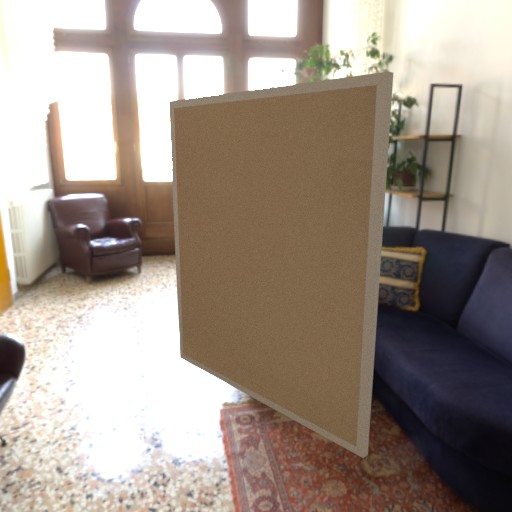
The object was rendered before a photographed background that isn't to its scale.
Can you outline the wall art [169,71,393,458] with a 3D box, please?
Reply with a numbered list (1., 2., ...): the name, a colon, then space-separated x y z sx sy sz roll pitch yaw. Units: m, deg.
1. wall art: 0.000 0.000 0.788 0.012 0.557 0.482 -13 19 -43
